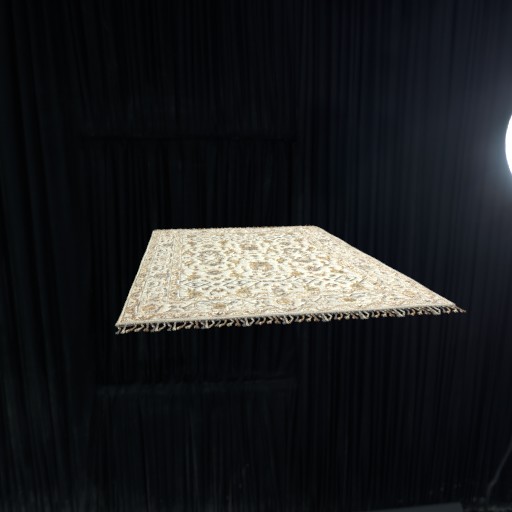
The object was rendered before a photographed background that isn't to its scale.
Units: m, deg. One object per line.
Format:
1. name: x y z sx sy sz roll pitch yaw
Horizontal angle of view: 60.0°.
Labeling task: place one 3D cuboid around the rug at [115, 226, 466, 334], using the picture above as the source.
1. rug: 0.000 0.000 3.022 1.529 0.027 2.434 -2 13 -9
